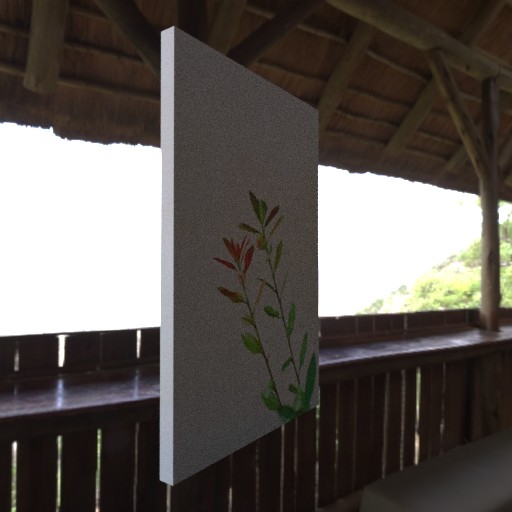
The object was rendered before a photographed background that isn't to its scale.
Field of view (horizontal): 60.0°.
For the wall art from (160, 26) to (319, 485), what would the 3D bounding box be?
[{"bbox_3d":[0.000,0.000,1.140,0.039,0.915,0.612,-1,-1,36],"label":"wall art"}]
